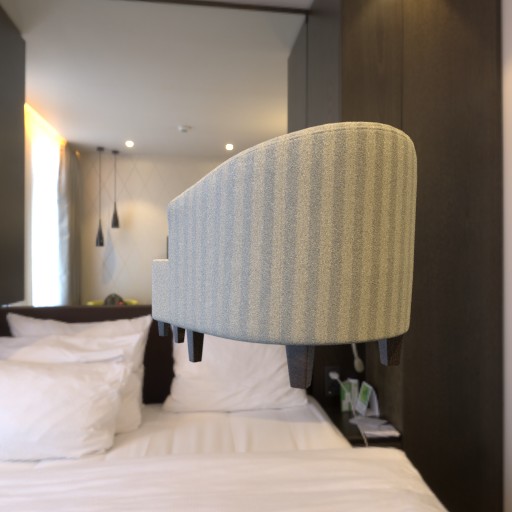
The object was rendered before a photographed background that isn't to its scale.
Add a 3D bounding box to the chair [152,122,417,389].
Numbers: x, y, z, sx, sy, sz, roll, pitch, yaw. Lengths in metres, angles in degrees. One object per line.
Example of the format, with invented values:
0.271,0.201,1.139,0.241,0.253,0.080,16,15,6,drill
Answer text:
0.000,0.000,1.783,0.756,0.757,1.288,0,-1,-38,chair
